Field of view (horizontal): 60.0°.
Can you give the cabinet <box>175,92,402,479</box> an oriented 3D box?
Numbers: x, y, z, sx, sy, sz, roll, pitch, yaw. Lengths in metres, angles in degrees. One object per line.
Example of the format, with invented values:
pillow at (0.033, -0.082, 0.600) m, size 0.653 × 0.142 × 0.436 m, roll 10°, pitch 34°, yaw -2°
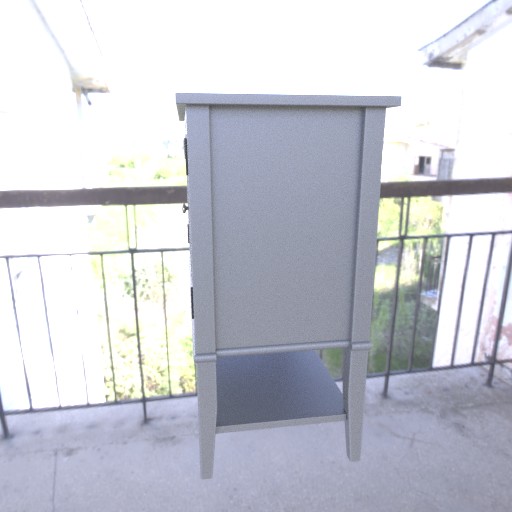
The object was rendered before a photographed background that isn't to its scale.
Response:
cabinet at (0.000, 0.000, 1.236) m, size 0.396 × 0.780 × 0.801 m, roll -2°, pitch 15°, yaw -9°
